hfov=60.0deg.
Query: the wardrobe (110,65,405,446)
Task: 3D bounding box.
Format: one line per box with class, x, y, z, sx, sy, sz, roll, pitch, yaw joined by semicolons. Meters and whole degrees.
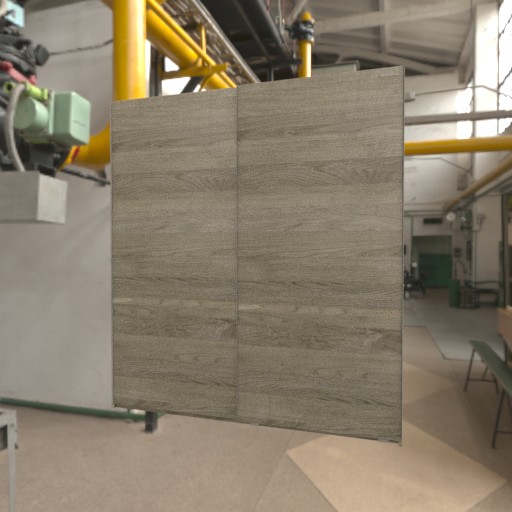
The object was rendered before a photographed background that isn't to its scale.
wardrobe;0.000;0.000;2.827;1.780;1.960;0.629;0;1;18
